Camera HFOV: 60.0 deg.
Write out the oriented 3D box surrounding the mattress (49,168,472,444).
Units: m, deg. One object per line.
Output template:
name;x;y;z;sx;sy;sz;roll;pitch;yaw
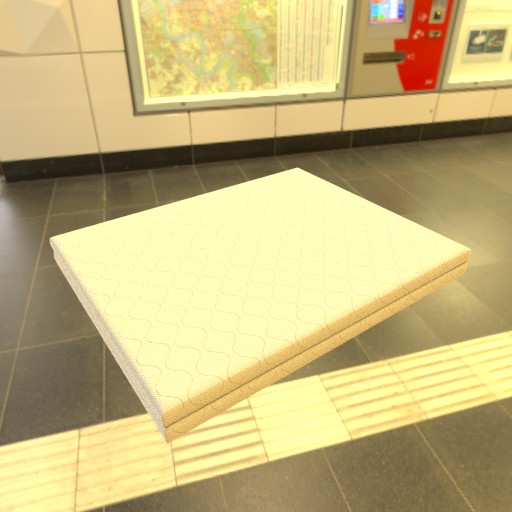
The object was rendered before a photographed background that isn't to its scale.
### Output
mattress;0.000;0.000;2.715;2.000;0.200;1.600;-21;38;-29
